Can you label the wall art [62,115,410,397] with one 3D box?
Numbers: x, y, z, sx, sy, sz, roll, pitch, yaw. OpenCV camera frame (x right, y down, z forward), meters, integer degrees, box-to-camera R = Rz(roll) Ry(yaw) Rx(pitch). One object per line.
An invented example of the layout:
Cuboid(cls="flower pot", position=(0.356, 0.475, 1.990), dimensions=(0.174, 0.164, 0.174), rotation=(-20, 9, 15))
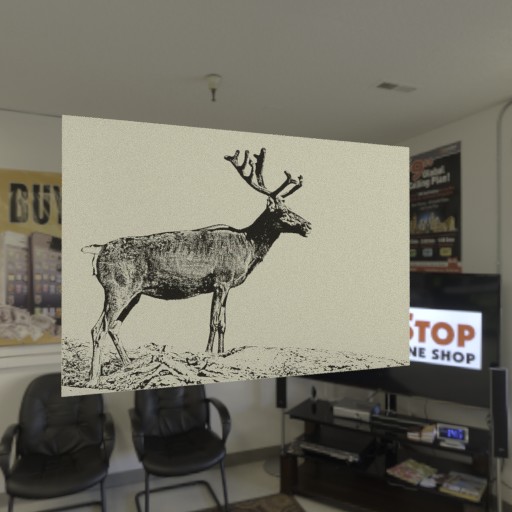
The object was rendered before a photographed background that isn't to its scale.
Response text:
Cuboid(cls="wall art", position=(0.000, 0.000, 1.128), dimensions=(0.906, 0.617, 0.033), rotation=(0, 0, -18))
